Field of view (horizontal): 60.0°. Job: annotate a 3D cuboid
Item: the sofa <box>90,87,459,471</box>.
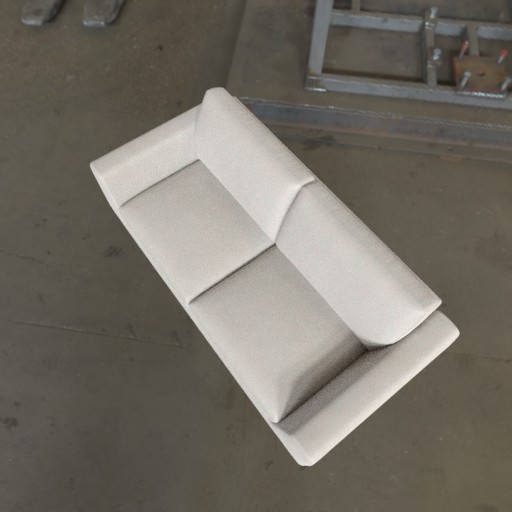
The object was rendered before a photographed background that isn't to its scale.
[{"bbox_3d":[0.000,0.000,2.495,0.953,0.875,2.017,-34,68,-16],"label":"sofa"}]
